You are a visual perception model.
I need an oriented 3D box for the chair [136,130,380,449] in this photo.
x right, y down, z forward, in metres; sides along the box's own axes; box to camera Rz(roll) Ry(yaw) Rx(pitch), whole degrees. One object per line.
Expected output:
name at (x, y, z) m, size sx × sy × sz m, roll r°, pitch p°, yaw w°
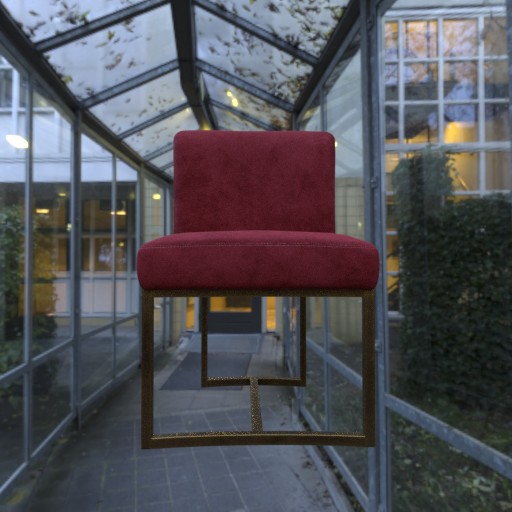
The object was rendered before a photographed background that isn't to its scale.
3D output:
chair at (0.000, 0.000, 1.201) m, size 0.530 × 0.824 × 0.560 m, roll 0°, pitch -1°, yaw -1°
